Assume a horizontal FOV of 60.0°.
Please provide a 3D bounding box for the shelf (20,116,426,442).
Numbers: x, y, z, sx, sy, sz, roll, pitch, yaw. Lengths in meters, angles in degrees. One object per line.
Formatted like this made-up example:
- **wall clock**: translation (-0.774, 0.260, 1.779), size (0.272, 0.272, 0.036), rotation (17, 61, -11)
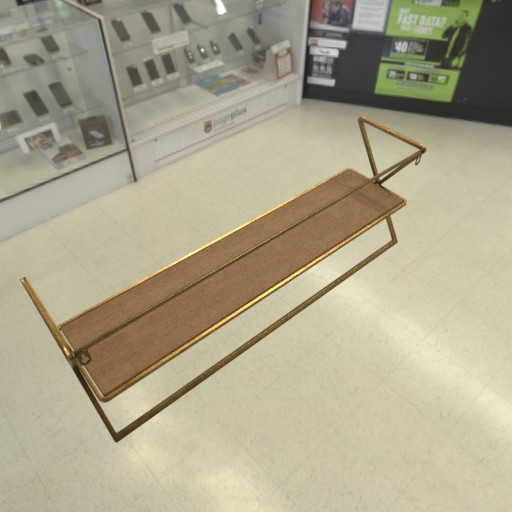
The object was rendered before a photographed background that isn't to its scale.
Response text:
- **shelf**: translation (0.000, 0.000, 0.737), size (0.645, 0.229, 0.150), rotation (-31, 53, -27)
